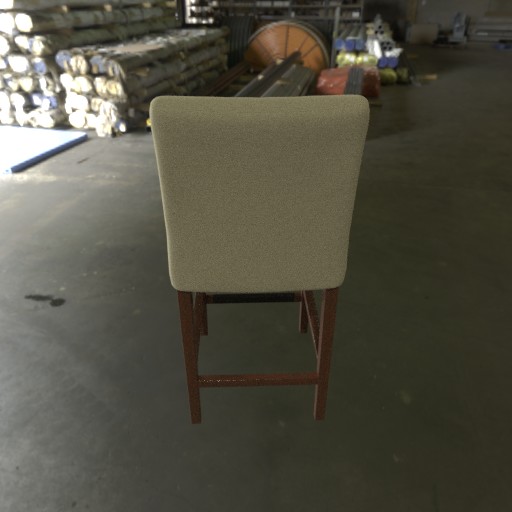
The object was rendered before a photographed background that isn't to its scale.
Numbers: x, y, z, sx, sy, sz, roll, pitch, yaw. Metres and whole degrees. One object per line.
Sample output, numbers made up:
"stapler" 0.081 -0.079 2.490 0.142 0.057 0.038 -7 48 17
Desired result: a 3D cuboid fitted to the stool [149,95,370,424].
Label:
"stool" 0.000 0.000 1.287 0.470 0.981 0.577 -1 31 -2
